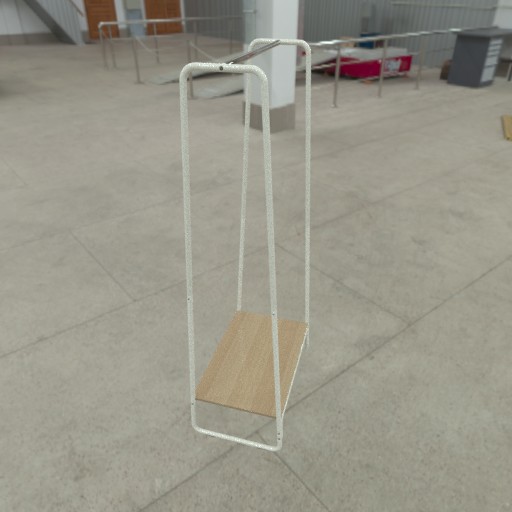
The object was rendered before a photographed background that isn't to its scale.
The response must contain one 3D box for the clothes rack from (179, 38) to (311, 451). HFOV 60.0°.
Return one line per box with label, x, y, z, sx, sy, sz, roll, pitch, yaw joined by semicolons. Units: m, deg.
clothes rack;0.000;0.000;1.763;0.400;1.500;0.640;9;32;14
